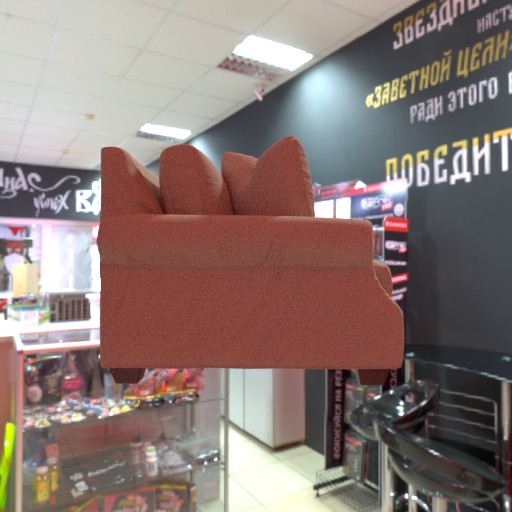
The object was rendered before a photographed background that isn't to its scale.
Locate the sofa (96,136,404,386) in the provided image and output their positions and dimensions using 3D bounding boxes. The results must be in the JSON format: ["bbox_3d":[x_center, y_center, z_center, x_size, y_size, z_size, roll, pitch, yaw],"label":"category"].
[{"bbox_3d":[0.000,0.000,2.216,1.070,0.905,1.550,0,-1,1],"label":"sofa"}]
